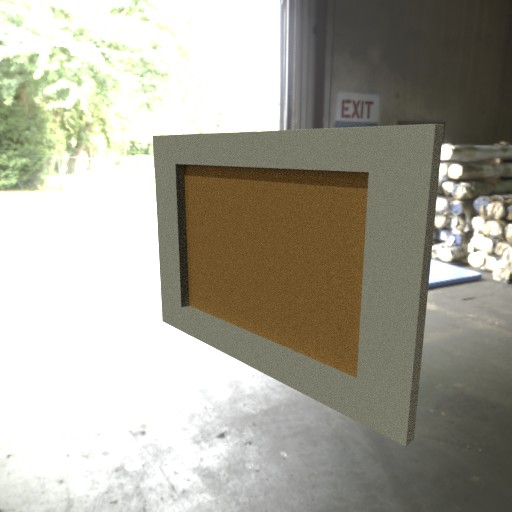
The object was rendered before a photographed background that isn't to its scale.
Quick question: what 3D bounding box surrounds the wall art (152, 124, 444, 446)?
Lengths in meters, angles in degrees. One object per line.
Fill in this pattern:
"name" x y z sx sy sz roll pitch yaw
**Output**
"wall art" 0.000 0.000 1.141 0.033 0.617 0.906 -12 18 -42
